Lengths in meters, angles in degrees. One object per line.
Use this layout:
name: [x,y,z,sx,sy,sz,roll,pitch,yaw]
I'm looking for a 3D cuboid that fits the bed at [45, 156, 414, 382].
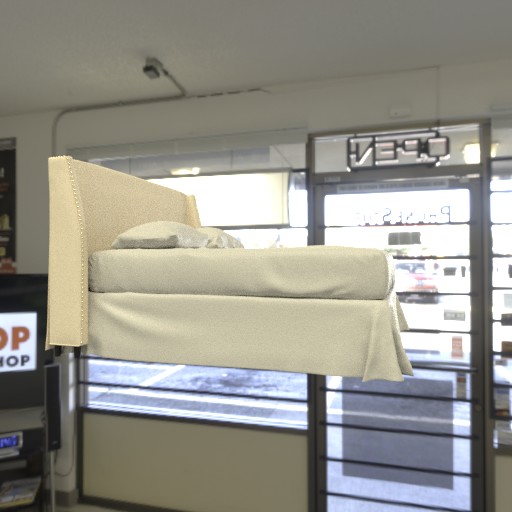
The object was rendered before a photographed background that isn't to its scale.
bed: [0.000,0.000,3.441,2.276,1.332,1.925,0,0,18]
